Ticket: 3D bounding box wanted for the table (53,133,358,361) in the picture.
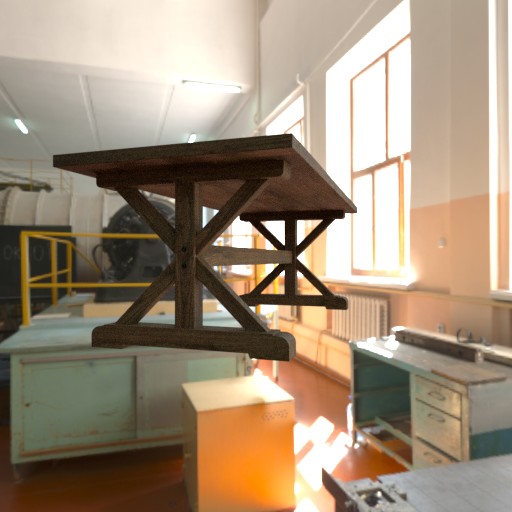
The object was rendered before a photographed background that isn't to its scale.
[{"bbox_3d":[0.000,0.000,2.453,0.907,0.733,2.031,0,0,18],"label":"table"}]
